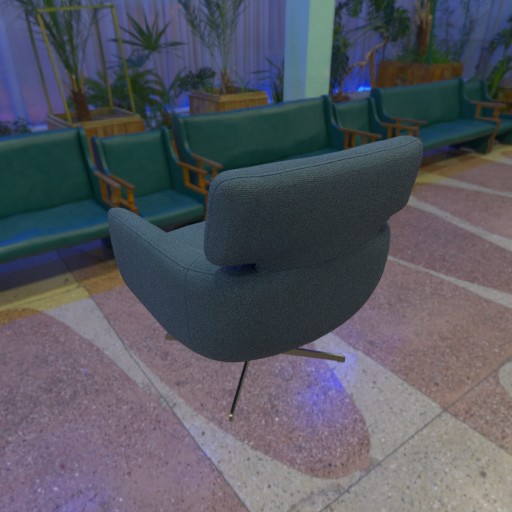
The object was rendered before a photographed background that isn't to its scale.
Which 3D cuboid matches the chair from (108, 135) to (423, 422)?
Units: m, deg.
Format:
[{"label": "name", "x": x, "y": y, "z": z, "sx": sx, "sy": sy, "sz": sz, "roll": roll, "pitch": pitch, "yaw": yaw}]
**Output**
[{"label": "chair", "x": 0.000, "y": 0.000, "z": 1.422, "sx": 0.738, "sy": 0.813, "sz": 0.761, "roll": -18, "pitch": 33, "yaw": -30}]
